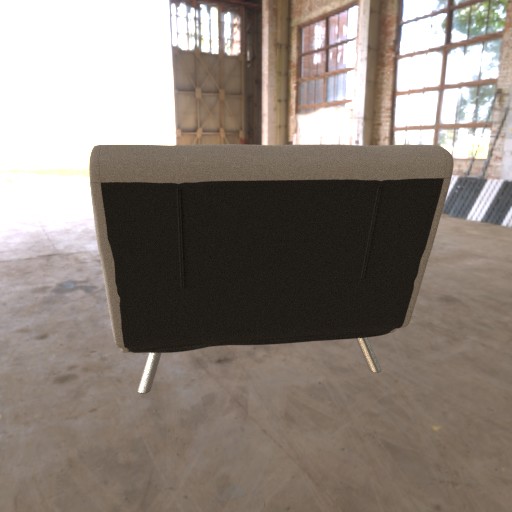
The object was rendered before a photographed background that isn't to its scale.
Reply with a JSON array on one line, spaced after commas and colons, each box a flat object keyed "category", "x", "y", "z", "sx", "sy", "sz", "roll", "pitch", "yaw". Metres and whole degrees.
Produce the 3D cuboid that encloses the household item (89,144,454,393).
[{"category": "household item", "x": 0.000, "y": 0.000, "z": 1.647, "sx": 1.000, "sy": 0.800, "sz": 0.874, "roll": -2, "pitch": 14, "yaw": -10}]
